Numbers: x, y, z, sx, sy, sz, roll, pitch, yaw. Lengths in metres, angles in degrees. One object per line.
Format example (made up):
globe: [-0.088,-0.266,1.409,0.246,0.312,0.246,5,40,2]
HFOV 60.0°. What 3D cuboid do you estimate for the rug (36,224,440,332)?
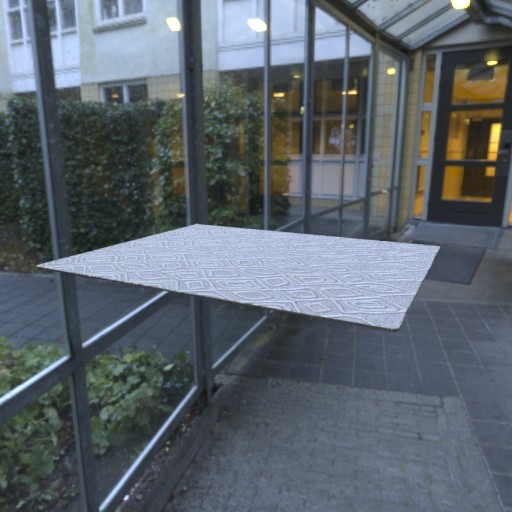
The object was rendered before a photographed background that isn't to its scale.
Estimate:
rug: [0.000,0.000,4.206,3.049,0.025,2.449,7,15,26]
